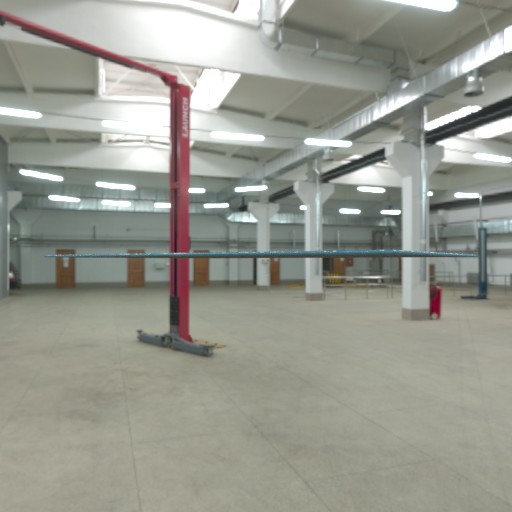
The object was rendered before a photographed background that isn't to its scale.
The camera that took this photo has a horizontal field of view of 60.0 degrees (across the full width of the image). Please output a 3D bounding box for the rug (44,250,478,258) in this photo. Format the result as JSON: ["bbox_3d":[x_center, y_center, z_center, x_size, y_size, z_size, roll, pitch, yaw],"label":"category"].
[{"bbox_3d":[0.000,0.000,3.358,2.746,0.018,1.816,0,-1,36],"label":"rug"}]
